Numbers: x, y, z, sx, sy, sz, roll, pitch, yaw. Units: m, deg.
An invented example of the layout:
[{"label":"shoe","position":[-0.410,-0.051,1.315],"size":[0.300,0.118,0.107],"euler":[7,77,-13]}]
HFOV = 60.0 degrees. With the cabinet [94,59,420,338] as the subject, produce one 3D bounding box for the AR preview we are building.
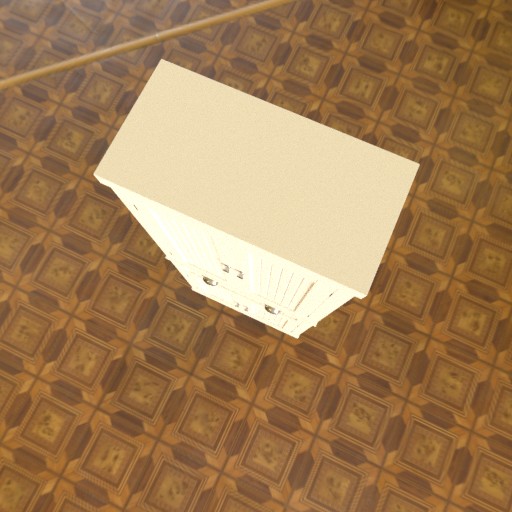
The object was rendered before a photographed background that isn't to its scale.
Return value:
[{"label":"cabinet","position":[0.000,0.000,2.029],"size":[0.754,1.829,0.390],"euler":[24,77,6]}]
